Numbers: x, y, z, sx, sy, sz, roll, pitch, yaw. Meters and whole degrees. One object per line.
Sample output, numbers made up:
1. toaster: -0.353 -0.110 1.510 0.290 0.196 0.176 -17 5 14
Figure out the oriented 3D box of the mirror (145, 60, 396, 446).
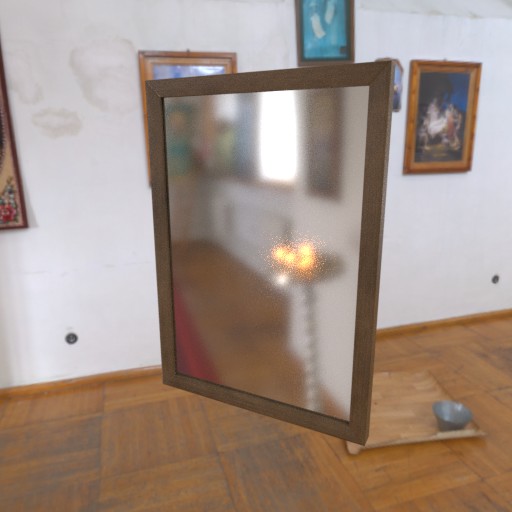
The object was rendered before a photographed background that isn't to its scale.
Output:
1. mirror: 0.000 0.000 0.922 0.507 0.710 0.040 7 16 27
